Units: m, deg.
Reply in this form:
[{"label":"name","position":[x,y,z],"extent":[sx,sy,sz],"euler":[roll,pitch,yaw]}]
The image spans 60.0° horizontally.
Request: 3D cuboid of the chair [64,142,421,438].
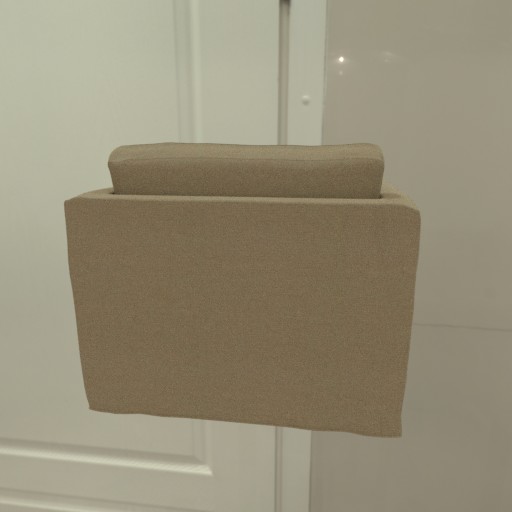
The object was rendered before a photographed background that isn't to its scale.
[{"label":"chair","position":[0.000,0.000,1.737],"extent":[1.057,0.863,0.949],"euler":[2,15,8]}]
